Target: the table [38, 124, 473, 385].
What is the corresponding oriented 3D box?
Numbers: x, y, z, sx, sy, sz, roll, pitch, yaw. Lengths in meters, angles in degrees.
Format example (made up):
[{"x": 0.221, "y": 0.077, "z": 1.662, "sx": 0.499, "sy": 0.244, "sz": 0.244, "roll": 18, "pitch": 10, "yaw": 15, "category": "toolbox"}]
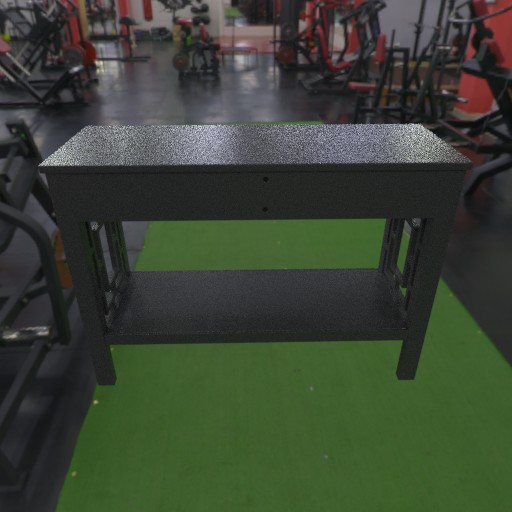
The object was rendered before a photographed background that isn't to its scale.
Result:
[{"x": 0.000, "y": 0.000, "z": 1.446, "sx": 1.068, "sy": 0.753, "sz": 0.397, "roll": -1, "pitch": 30, "yaw": -1, "category": "table"}]
